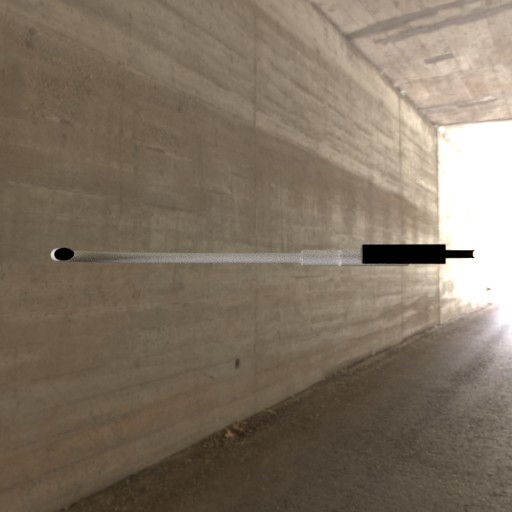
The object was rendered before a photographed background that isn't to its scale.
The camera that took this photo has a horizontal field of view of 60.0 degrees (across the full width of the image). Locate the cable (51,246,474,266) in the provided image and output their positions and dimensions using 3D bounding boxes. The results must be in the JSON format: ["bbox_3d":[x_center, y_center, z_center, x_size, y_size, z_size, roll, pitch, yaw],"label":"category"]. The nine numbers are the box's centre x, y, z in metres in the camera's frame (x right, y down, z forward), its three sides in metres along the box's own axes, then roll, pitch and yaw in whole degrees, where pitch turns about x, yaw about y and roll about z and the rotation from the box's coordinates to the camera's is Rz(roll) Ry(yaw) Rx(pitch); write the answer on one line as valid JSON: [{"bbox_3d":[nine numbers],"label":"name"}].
[{"bbox_3d":[0.000,0.000,0.111,0.098,0.005,0.041,0,-2,-1],"label":"cable"}]
